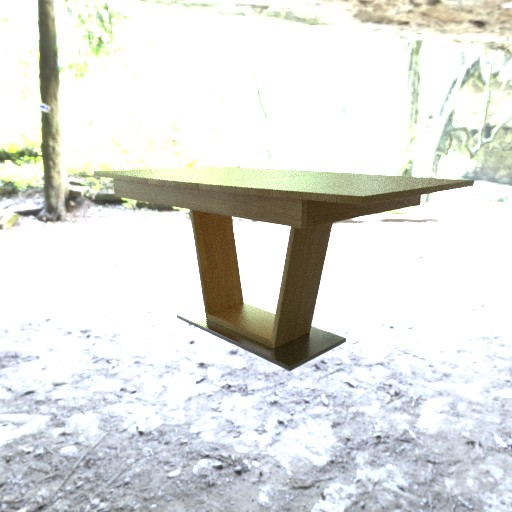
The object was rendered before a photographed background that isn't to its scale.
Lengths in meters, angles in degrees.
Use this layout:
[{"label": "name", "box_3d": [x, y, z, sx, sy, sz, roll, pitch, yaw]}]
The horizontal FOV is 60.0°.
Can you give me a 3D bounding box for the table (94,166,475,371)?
[{"label": "table", "box_3d": [0.000, 0.000, 2.076, 0.900, 0.748, 1.598, -13, 19, -43]}]
